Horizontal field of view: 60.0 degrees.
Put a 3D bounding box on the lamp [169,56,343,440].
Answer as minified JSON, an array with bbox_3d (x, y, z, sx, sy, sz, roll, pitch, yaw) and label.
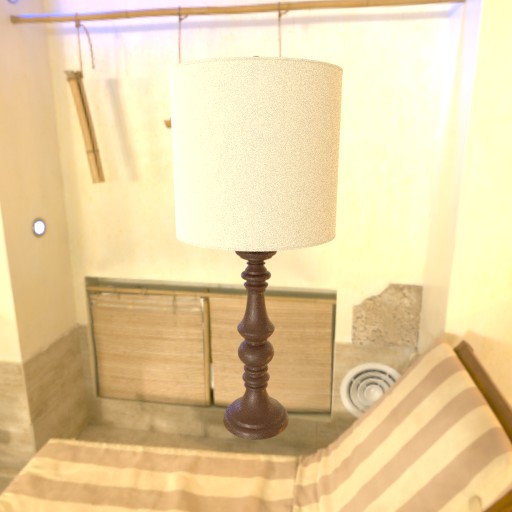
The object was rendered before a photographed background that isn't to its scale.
[{"bbox_3d":[0.000,0.000,0.715,0.250,0.597,0.250,2,14,8],"label":"lamp"}]
